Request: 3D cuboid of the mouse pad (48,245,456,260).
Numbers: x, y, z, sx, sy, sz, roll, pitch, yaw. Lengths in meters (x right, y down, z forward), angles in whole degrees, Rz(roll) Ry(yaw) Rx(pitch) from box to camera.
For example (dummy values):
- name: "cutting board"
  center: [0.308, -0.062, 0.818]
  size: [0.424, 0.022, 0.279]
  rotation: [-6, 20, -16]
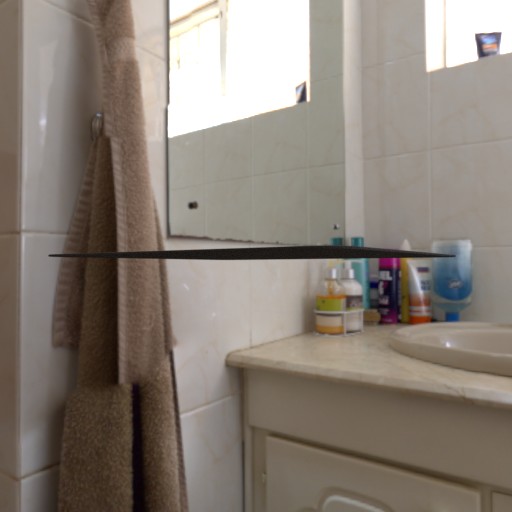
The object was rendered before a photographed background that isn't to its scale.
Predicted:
- name: "mouse pad"
  center: [0.000, 0.000, 0.434]
  size: [0.315, 0.002, 0.269]
  rotation: [-1, -2, 37]
